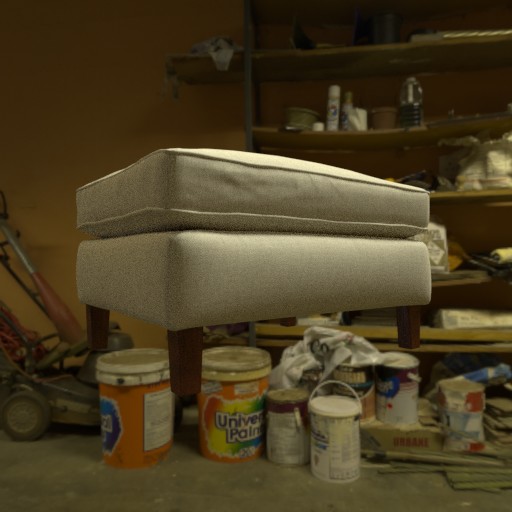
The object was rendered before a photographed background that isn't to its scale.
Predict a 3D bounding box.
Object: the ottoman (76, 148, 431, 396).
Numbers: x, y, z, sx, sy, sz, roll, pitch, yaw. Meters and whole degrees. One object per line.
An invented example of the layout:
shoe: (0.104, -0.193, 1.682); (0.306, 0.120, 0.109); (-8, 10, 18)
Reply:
ottoman: (0.000, 0.000, 0.980); (0.665, 0.406, 0.501); (0, -1, -37)
